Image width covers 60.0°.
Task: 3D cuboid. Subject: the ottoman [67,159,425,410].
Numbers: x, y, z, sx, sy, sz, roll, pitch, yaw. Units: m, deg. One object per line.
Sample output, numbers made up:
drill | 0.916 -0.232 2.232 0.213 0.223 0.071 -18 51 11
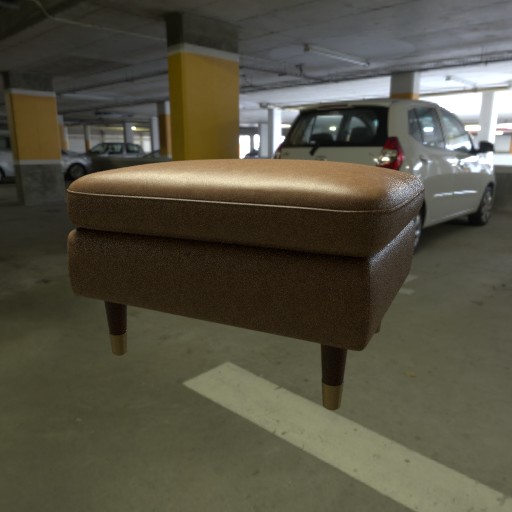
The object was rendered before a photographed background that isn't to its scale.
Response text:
ottoman | 0.000 0.000 1.120 0.747 0.478 0.593 6 15 25
